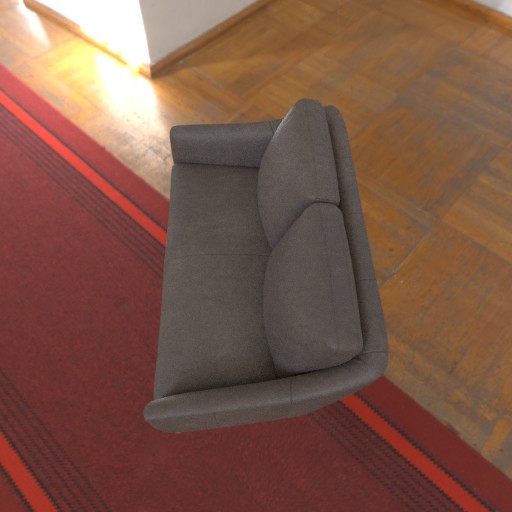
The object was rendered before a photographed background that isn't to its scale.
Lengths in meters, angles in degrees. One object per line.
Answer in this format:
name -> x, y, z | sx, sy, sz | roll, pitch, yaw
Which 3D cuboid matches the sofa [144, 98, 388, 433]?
sofa -> 0.000, 0.000, 2.245 | 0.960, 0.902, 1.619 | -2, 59, -1
